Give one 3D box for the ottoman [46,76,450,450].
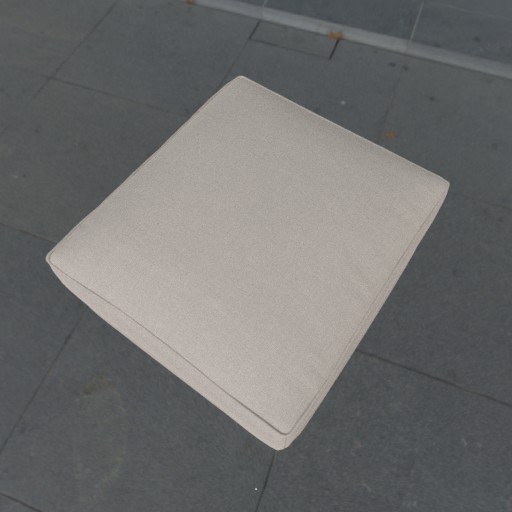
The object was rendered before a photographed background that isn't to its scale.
[{"bbox_3d":[0.000,0.000,1.144,0.662,0.505,0.716,32,67,16],"label":"ottoman"}]
